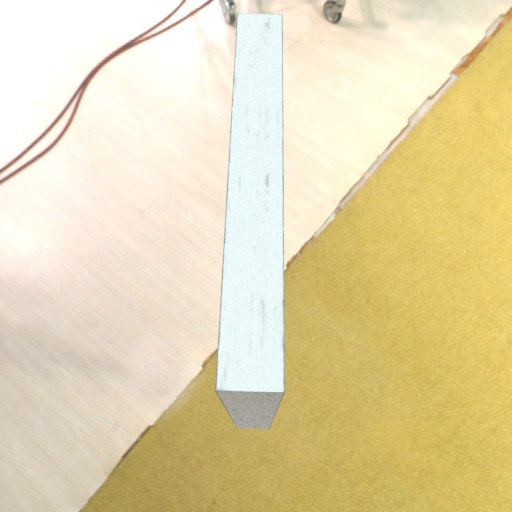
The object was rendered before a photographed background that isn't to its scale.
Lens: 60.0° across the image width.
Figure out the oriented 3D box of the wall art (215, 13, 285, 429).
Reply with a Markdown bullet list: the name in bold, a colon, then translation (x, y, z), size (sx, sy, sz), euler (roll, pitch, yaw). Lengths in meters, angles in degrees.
- **wall art**: translation (0.000, 0.000, 0.445), size (0.038, 0.305, 0.305), euler (1, 65, 1)
